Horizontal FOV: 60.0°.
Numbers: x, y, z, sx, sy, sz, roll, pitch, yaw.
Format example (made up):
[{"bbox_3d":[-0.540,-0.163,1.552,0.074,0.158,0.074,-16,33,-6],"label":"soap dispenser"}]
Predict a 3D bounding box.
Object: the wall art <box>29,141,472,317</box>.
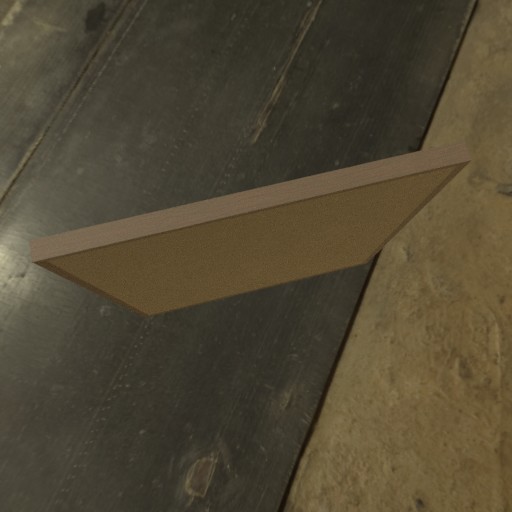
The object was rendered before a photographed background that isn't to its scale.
[{"bbox_3d":[0.000,0.000,1.117,0.761,0.758,0.038,-13,76,-3],"label":"wall art"}]
